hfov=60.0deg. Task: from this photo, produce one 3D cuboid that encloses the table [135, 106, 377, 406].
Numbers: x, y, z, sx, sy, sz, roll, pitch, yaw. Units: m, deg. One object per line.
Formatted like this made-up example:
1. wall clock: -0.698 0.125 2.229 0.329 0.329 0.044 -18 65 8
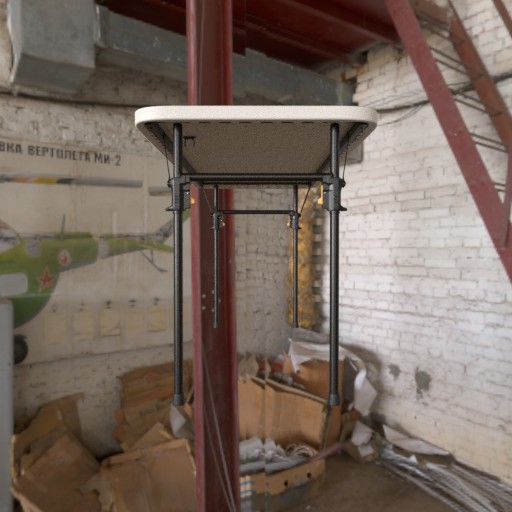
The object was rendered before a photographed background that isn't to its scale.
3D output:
1. table: 0.000 0.000 1.653 0.610 0.729 1.219 0 1 0
